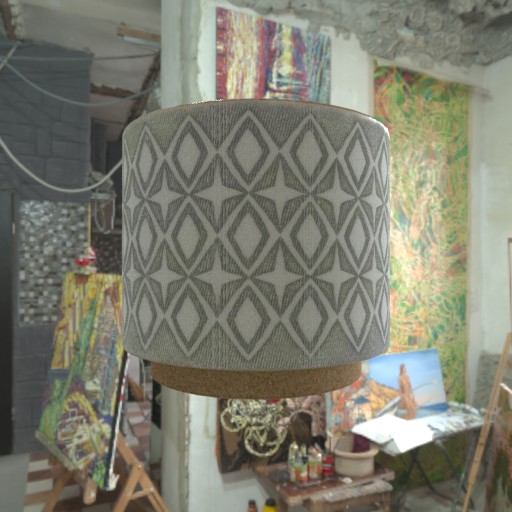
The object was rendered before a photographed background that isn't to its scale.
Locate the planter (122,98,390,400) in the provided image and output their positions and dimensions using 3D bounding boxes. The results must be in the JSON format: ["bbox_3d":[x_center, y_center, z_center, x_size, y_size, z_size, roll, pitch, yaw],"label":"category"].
[{"bbox_3d":[0.000,0.000,0.440,0.255,0.223,0.255,0,0,0],"label":"planter"}]
